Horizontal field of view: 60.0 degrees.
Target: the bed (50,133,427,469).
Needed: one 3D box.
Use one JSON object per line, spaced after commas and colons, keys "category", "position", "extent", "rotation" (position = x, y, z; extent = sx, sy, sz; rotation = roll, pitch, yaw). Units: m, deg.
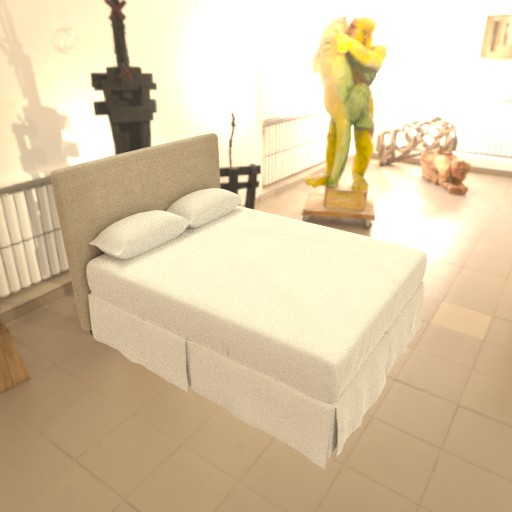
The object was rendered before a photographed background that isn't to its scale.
{"category": "bed", "position": [0.000, 0.000, 3.234], "extent": [2.162, 1.330, 1.713], "rotation": [17, 30, 31]}
